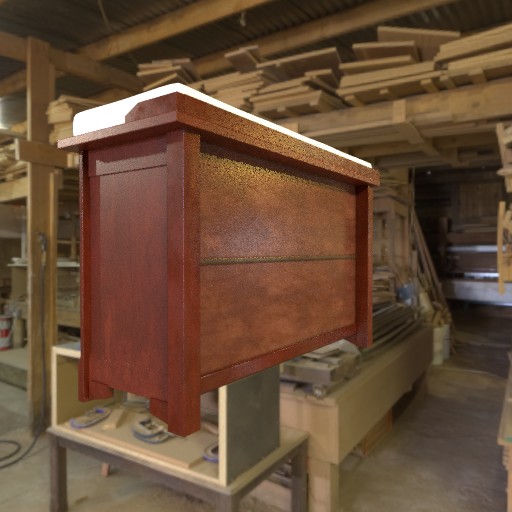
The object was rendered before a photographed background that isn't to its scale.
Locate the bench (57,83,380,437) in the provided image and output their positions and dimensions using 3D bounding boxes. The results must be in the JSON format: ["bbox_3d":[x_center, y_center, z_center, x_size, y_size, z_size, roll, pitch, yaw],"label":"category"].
[{"bbox_3d":[0.000,0.000,1.274,0.369,0.646,0.987,1,1,36],"label":"bench"}]
